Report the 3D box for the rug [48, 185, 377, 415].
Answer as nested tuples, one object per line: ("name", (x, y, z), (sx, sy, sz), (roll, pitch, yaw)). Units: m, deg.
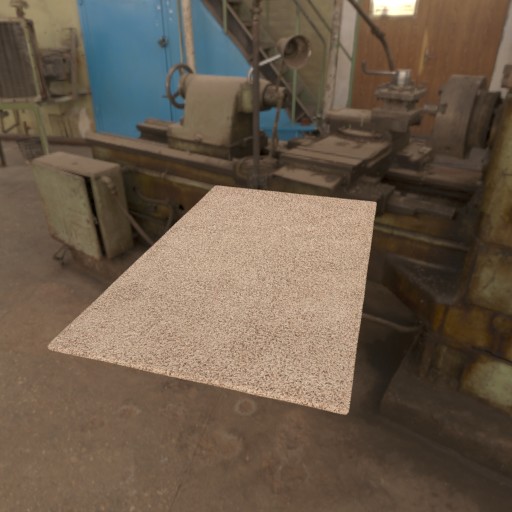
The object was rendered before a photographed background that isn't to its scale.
("rug", (0.000, 0.000, 3.095), (1.524, 0.030, 2.438), (8, 30, 14))
